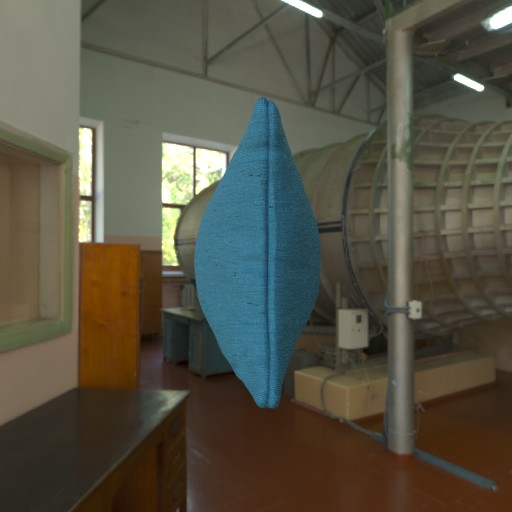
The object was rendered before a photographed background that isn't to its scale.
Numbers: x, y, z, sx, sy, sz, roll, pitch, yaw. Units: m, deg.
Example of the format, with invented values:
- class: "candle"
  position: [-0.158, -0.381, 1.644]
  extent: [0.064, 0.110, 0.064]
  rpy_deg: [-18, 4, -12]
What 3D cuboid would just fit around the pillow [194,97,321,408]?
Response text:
- class: "pillow"
  position: [0.000, 0.000, 0.787]
  extent: [0.210, 0.338, 0.633]
  rpy_deg: [0, -1, -1]
